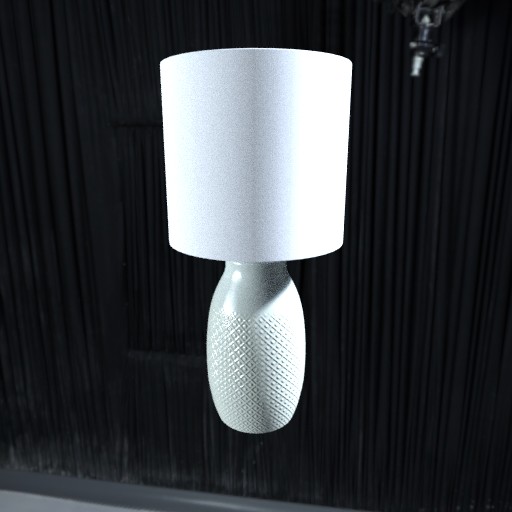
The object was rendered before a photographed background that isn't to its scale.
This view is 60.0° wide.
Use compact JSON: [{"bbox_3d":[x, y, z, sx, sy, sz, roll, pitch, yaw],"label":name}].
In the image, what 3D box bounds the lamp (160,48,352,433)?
[{"bbox_3d":[0.000,0.000,0.570,0.217,0.453,0.217,2,15,9],"label":"lamp"}]
